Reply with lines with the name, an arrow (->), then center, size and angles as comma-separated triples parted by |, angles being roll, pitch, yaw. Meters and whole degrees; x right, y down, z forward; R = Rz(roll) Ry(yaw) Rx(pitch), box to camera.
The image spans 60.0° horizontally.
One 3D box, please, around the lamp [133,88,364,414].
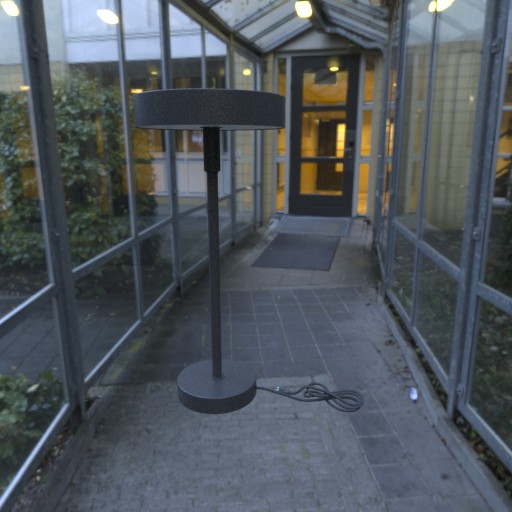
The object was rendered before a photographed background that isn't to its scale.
lamp -> 0.000, 0.000, 0.723 | 0.369, 0.508, 0.229 | 2, 14, 10
